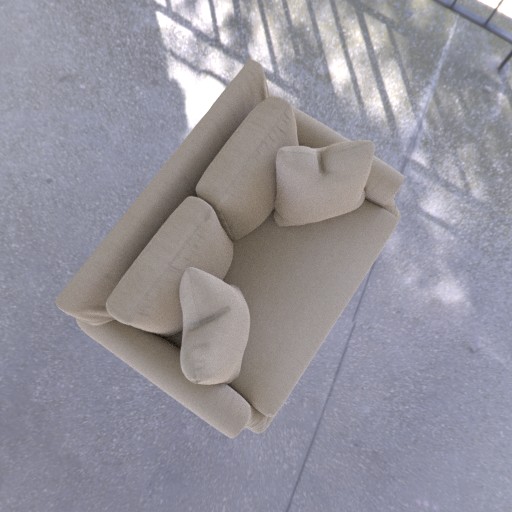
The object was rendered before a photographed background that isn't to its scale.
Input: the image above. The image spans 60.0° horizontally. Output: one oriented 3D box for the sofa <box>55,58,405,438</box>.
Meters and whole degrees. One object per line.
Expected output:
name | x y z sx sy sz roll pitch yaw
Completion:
sofa | 0.000 0.000 2.236 1.070 0.905 1.550 34 78 8
